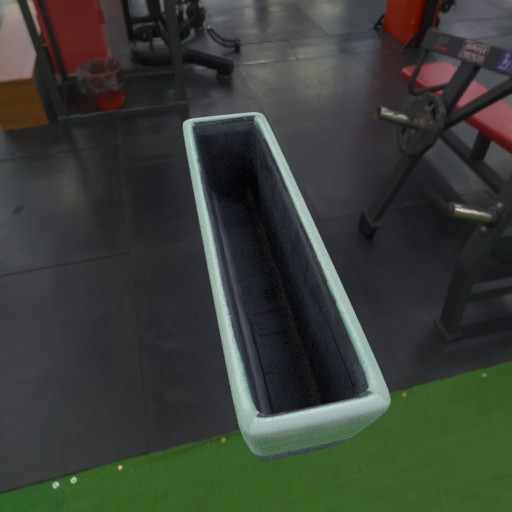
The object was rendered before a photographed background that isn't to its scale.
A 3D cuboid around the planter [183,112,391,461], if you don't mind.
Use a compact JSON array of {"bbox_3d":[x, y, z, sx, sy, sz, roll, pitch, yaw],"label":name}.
[{"bbox_3d":[0.000,0.000,0.311,0.072,0.072,0.275,-9,47,-8],"label":"planter"}]
